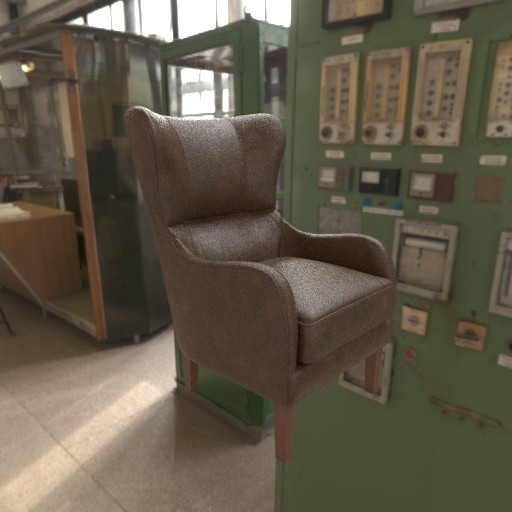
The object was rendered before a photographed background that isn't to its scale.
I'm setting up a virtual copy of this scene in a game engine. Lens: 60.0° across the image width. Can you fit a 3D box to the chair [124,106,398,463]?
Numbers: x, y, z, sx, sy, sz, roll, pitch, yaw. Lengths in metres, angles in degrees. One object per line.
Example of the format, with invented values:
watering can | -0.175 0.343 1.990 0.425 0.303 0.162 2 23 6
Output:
chair | 0.000 0.000 1.641 0.914 1.048 0.692 14 20 42
